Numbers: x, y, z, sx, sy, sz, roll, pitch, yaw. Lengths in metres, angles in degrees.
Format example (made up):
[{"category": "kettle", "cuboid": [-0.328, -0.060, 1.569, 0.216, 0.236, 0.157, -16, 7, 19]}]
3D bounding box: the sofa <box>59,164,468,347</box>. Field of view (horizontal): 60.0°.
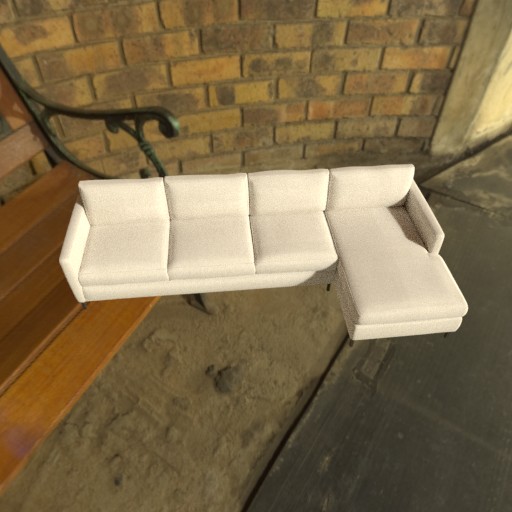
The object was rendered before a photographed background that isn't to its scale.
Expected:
[{"category": "sofa", "cuboid": [0.000, 0.000, 2.917, 2.445, 0.677, 1.126, -4, 46, -4]}]
